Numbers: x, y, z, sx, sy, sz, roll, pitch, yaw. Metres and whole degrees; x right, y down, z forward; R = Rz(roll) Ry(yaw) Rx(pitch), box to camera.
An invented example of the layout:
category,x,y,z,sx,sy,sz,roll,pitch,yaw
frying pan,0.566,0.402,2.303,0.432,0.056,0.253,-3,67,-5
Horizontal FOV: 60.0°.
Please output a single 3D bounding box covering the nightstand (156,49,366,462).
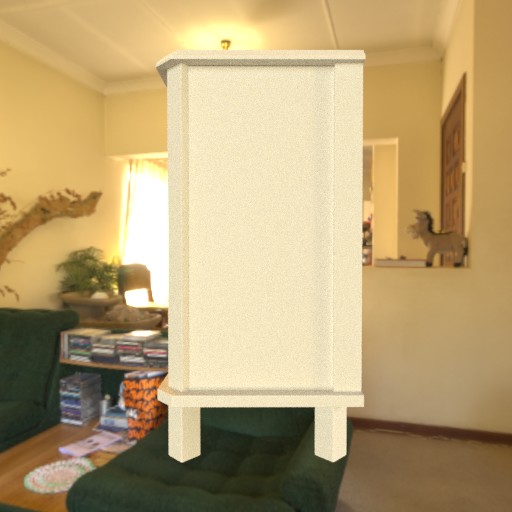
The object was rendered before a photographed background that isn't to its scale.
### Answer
category,x,y,z,sx,sy,sz,roll,pitch,yaw
nightstand,0.000,0.000,0.935,0.351,0.681,0.435,0,1,0
